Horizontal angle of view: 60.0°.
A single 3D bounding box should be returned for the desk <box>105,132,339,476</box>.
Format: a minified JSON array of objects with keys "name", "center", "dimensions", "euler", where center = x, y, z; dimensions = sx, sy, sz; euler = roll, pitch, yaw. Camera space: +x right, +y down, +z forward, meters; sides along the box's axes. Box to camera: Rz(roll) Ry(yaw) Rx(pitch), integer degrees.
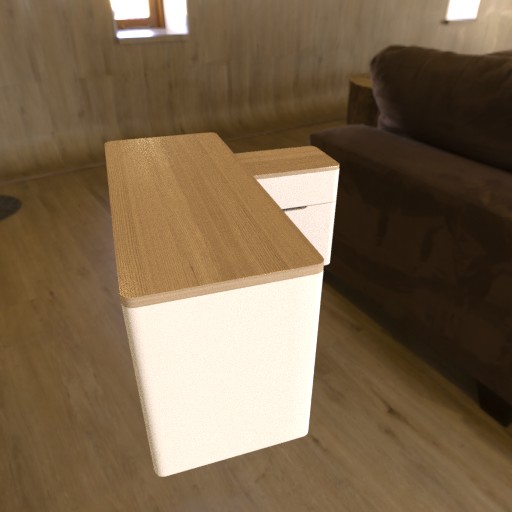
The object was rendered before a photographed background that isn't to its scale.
[{"name":"desk","center":[0.000,0.000,2.043],"dimensions":[1.175,0.770,1.400],"euler":[-10,33,-15]}]
